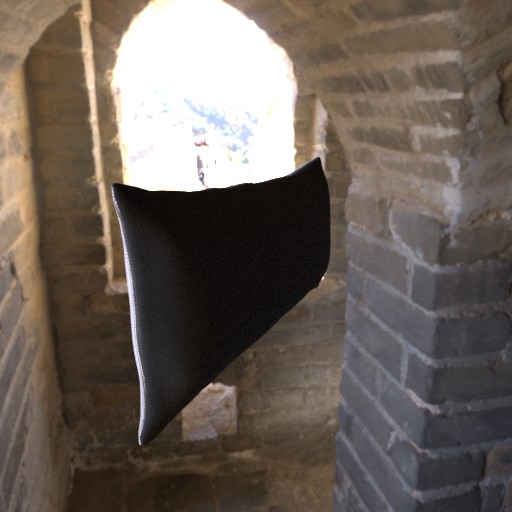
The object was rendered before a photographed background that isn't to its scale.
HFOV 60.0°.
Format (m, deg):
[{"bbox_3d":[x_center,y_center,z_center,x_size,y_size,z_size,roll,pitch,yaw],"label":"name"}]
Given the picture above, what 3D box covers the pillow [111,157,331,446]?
[{"bbox_3d":[0.000,0.000,0.727,0.151,0.305,0.609,8,18,26],"label":"pillow"}]
